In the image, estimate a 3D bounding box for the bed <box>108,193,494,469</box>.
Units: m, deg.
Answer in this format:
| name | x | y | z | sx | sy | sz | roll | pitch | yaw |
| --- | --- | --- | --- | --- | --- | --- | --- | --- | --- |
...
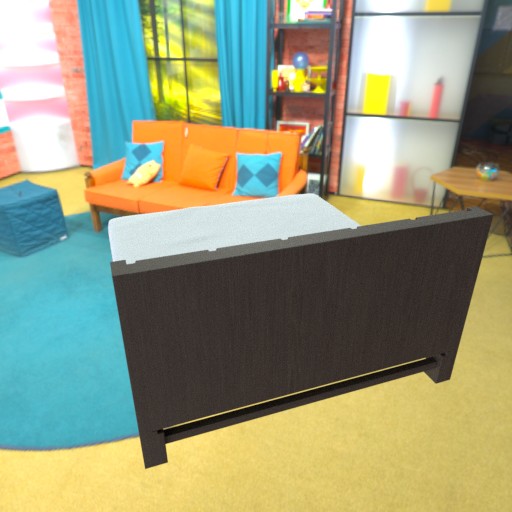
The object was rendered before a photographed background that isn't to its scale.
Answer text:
| name | x | y | z | sx | sy | sz | roll | pitch | yaw |
| --- | --- | --- | --- | --- | --- | --- | --- | --- | --- |
| bed | 0.000 | 0.000 | 3.476 | 2.143 | 1.261 | 2.238 | -9 | 29 | -17 |
